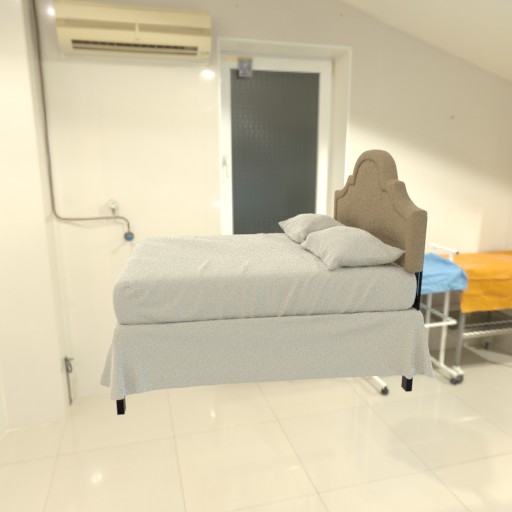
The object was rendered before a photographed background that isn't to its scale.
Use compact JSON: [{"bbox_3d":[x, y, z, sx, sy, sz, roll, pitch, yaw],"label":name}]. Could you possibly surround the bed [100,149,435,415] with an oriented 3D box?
[{"bbox_3d":[0.000,0.000,3.490,2.222,1.634,1.780,-2,13,-8],"label":"bed"}]
